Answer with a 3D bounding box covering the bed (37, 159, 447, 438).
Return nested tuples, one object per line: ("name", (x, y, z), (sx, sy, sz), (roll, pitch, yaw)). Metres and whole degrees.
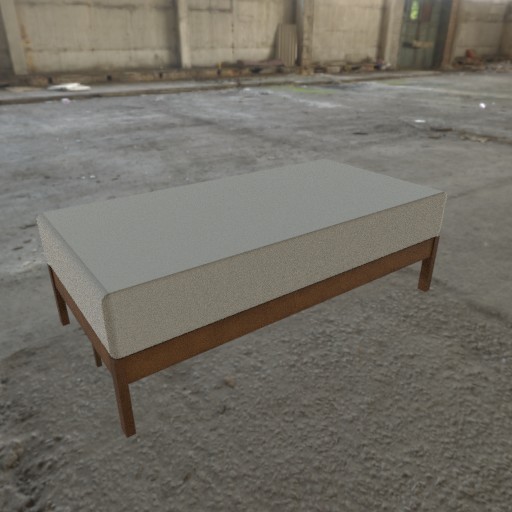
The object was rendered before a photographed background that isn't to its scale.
("bed", (0.000, 0.000, 2.391), (1.902, 0.616, 0.961), (-17, 31, -32))
